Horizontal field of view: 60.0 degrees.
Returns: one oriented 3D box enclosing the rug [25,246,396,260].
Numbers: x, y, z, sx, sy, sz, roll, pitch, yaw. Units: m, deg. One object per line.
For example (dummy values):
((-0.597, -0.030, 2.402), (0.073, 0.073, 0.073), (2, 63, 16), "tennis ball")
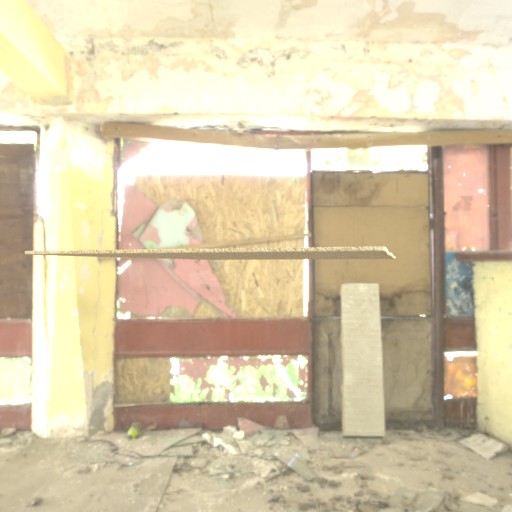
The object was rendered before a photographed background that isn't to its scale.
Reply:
((0.000, 0.000, 4.073), (2.401, 0.025, 3.001), (0, -1, 18), "rug")
